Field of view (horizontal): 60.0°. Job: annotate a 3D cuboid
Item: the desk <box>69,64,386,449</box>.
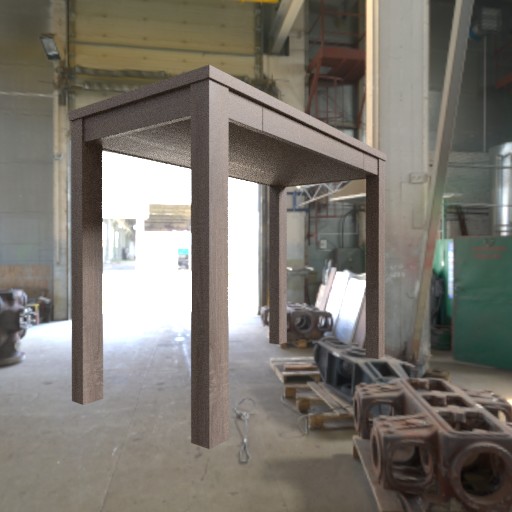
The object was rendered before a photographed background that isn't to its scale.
[{"bbox_3d":[0.000,0.000,1.420,0.495,0.762,0.991,0,1,36],"label":"desk"}]
